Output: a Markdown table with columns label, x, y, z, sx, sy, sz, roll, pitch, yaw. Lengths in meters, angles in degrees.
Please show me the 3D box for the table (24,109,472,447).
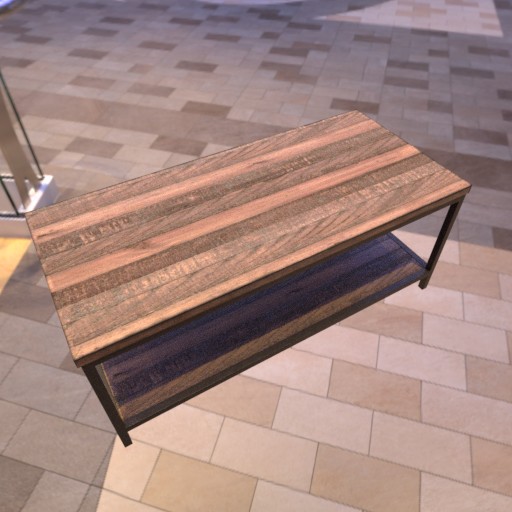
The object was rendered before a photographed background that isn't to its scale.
| label | x | y | z | sx | sy | sz | roll | pitch | yaw |
| --- | --- | --- | --- | --- | --- | --- | --- | --- | --- |
| table | 0.000 | 0.000 | 1.213 | 0.990 | 0.399 | 0.452 | -23 | 50 | -21 |
